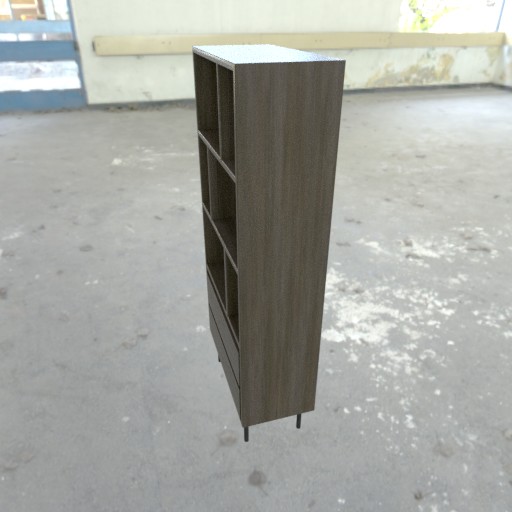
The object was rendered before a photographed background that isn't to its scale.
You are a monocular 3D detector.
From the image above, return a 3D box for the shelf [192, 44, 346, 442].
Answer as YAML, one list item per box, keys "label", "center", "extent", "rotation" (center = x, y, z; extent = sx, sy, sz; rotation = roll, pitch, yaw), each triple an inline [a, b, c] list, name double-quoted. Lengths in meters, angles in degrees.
- label: "shelf"
  center: [0.000, 0.000, 1.842]
  extent: [0.323, 1.545, 0.670]
  rotation: [-8, 30, -15]
